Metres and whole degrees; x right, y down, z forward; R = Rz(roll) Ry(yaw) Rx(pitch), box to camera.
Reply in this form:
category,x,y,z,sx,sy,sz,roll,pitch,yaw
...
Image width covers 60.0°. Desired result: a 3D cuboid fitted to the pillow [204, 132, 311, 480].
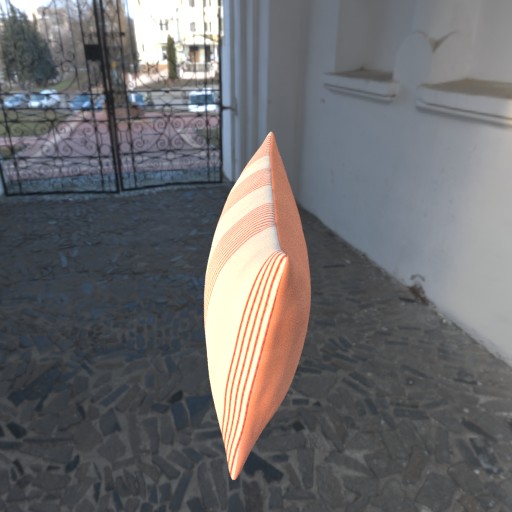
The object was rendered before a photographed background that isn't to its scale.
category,x,y,z,sx,sy,sz,roll,pitch,yaw
pillow,0.000,0.000,0.725,0.156,0.292,0.608,0,26,0
